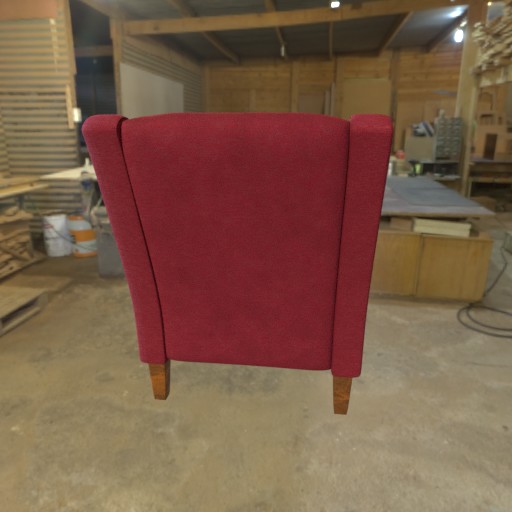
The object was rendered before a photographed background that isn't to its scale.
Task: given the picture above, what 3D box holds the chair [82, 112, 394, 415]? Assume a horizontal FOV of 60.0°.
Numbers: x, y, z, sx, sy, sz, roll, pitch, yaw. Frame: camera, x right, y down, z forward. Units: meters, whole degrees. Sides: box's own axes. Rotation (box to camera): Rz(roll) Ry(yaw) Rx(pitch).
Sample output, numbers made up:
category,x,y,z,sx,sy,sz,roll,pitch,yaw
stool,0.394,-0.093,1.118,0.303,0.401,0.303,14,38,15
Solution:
category,x,y,z,sx,sy,sz,roll,pitch,yaw
chair,0.000,0.000,1.682,0.793,1.017,0.985,2,17,7
